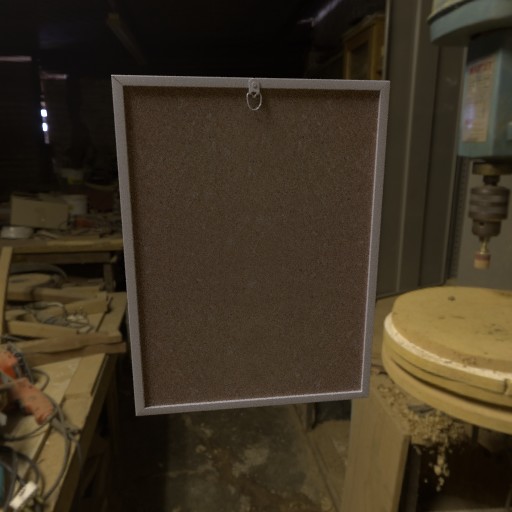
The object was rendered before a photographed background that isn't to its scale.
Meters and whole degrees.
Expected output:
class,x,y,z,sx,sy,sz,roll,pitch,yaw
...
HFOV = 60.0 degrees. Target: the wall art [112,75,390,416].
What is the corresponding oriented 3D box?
class,x,y,z,sx,sy,sz,roll,pitch,yaw
wall art,0.000,0.000,1.410,0.805,1.056,0.042,-2,14,-8
